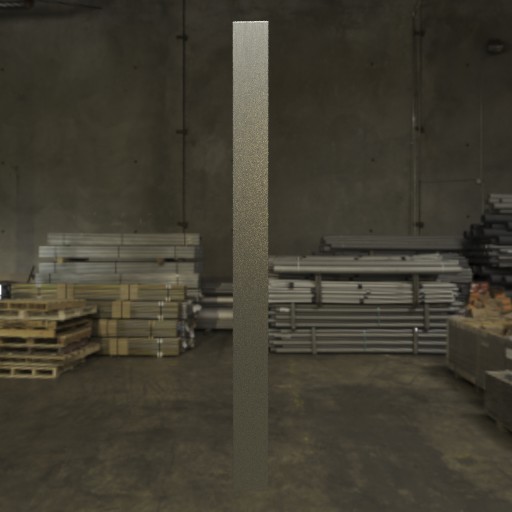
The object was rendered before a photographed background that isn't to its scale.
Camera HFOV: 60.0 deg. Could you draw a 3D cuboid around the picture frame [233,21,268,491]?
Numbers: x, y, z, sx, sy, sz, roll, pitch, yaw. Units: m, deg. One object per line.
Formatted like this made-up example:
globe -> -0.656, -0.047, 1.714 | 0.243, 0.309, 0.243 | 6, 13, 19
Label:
picture frame -> 0.000, 0.000, 1.332 | 0.073, 0.968, 0.839 | 0, 0, 2
